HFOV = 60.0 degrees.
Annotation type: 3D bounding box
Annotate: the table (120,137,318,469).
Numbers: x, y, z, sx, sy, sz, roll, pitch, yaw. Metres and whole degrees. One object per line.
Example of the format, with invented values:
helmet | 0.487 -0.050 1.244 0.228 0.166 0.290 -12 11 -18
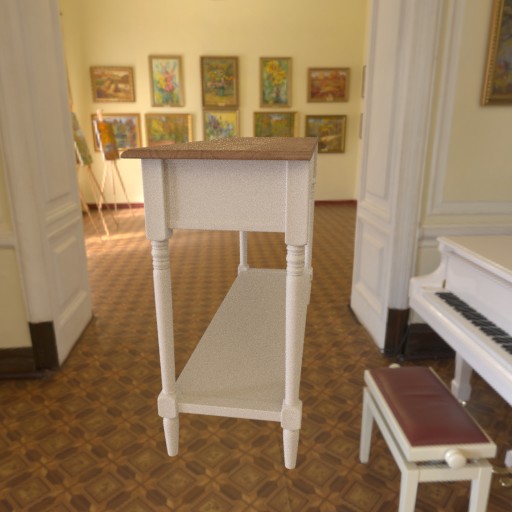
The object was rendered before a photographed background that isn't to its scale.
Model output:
table | 0.000 0.000 1.593 0.399 0.800 1.219 2 16 8
